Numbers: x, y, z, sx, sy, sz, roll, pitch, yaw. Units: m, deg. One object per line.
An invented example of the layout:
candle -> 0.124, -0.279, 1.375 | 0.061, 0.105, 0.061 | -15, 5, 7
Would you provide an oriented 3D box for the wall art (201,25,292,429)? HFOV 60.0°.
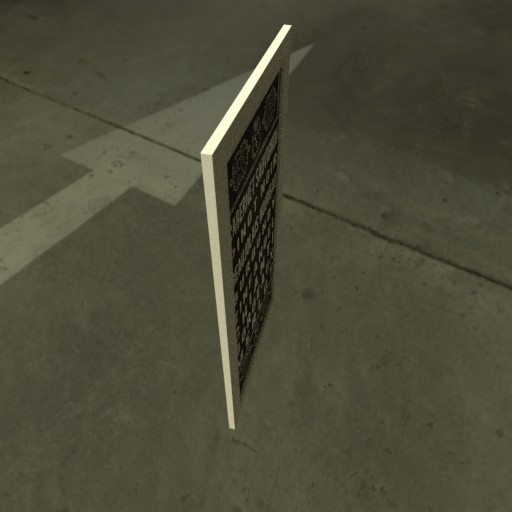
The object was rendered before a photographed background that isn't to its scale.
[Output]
wall art -> 0.000, 0.000, 0.826 | 0.013, 0.683, 0.380 | 11, 47, 11
